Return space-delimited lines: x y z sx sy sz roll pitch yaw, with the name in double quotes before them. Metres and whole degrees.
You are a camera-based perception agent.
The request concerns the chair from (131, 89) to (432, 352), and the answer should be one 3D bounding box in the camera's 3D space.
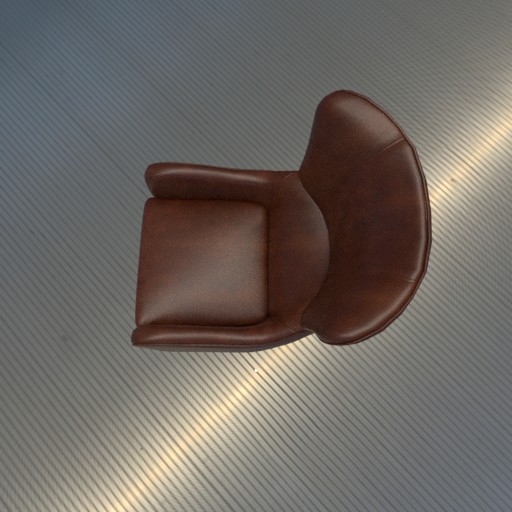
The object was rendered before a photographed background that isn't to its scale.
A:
"chair" 0.000 0.000 1.624 0.914 1.048 0.692 1 76 0
